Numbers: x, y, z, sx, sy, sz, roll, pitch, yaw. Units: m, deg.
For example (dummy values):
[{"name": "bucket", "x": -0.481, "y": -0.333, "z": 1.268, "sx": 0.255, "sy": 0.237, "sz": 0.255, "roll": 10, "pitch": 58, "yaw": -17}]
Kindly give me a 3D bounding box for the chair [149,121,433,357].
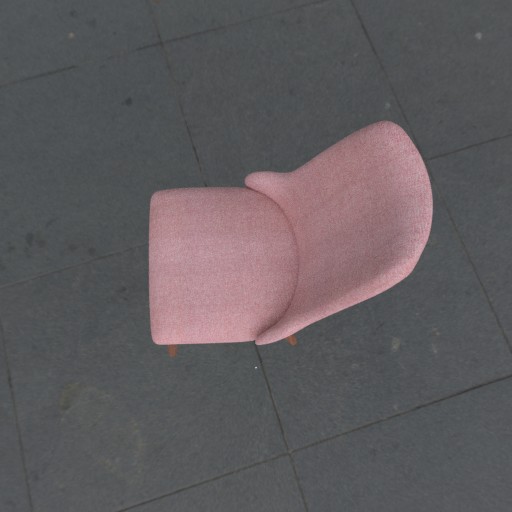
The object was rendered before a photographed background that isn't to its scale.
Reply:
[{"name": "chair", "x": 0.000, "y": 0.000, "z": 1.323, "sx": 0.707, "sy": 0.918, "sz": 0.535, "roll": -3, "pitch": 76, "yaw": -1}]
